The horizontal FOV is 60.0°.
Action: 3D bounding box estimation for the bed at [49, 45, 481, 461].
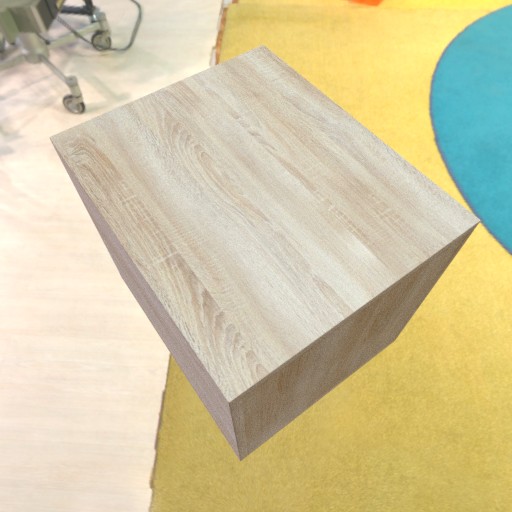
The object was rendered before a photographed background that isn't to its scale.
[{"bbox_3d":[0.000,0.000,0.776,0.401,0.420,0.460,-32,63,-18],"label":"bed"}]
